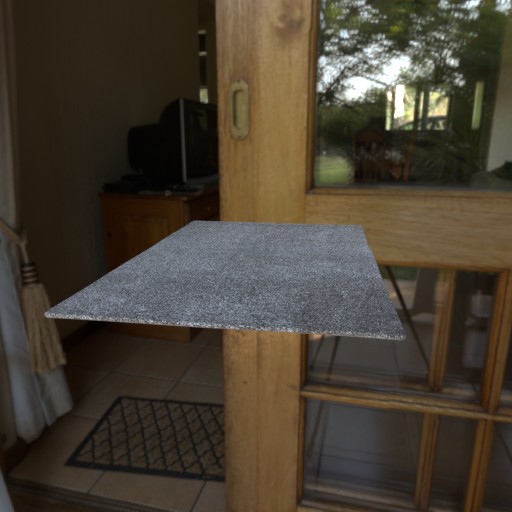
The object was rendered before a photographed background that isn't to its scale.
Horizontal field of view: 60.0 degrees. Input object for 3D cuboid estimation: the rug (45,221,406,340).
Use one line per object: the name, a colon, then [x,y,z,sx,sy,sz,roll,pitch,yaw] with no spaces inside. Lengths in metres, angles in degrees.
rug: [0.000,0.000,3.441,1.802,0.026,2.699,2,15,8]
